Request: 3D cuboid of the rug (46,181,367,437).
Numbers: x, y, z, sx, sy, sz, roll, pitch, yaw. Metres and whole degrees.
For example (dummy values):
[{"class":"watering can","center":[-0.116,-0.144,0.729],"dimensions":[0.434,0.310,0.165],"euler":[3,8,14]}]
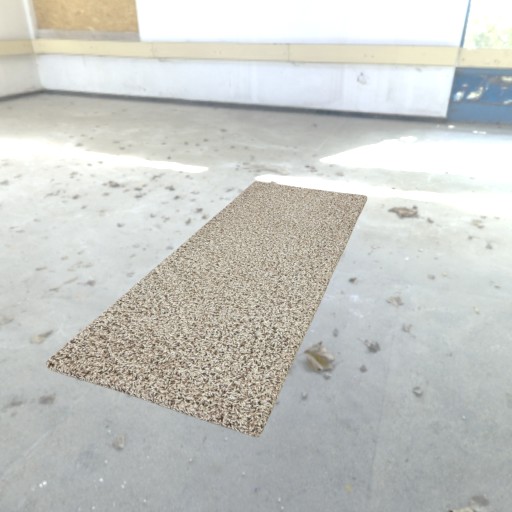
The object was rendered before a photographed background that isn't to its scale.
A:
[{"class":"rug","center":[0.000,0.000,1.695],"dimensions":[0.609,0.030,1.524],"euler":[11,31,18]}]
